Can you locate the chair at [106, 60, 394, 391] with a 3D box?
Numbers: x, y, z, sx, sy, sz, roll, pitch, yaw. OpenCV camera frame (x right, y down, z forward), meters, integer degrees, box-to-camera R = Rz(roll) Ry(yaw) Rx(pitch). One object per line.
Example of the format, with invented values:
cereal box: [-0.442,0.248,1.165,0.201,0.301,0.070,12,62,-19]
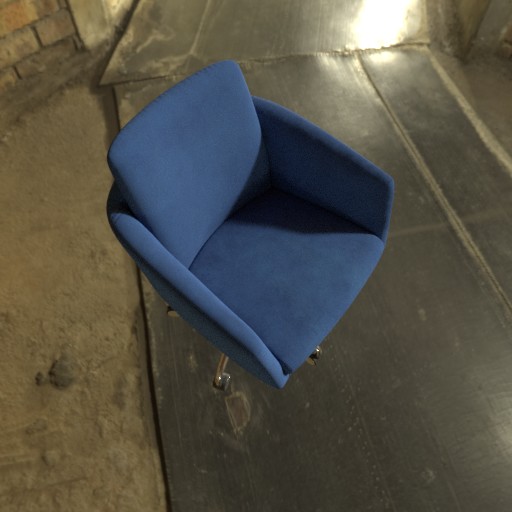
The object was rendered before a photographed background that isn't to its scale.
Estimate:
chair: [0.000,0.000,1.351,0.635,0.908,0.641,33,63,19]
